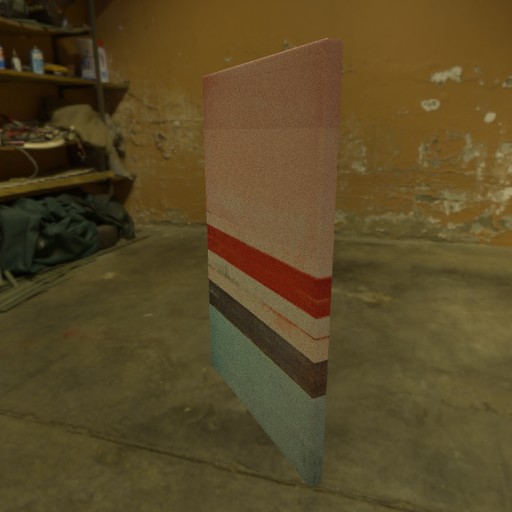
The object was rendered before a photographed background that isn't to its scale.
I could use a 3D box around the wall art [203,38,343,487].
[{"bbox_3d":[0.000,0.000,1.134,0.038,0.914,0.610,-8,17,-25],"label":"wall art"}]
